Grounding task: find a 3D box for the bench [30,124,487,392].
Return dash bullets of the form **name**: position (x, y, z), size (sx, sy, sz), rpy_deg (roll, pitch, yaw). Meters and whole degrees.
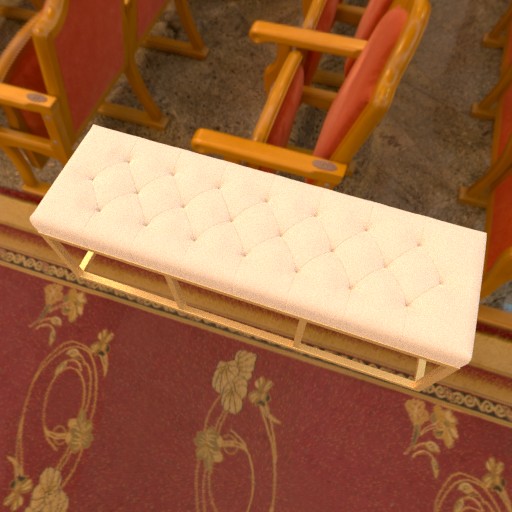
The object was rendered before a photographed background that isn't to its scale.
- **bench**: position (0.000, 0.000, 1.674), size (1.473, 0.484, 0.457), rpy_deg (17, 64, 9)
